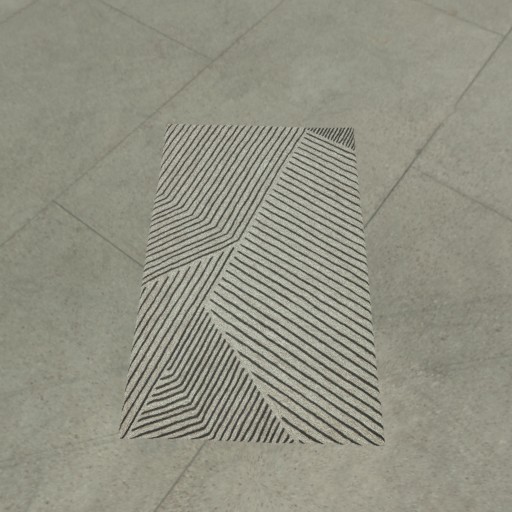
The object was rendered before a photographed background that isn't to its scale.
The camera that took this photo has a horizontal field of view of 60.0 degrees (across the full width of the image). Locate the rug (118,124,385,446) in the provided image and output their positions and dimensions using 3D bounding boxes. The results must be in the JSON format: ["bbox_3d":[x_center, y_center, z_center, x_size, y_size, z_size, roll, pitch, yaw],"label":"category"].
[{"bbox_3d":[0.000,0.000,3.090,1.539,0.023,2.406,1,63,1],"label":"rug"}]
